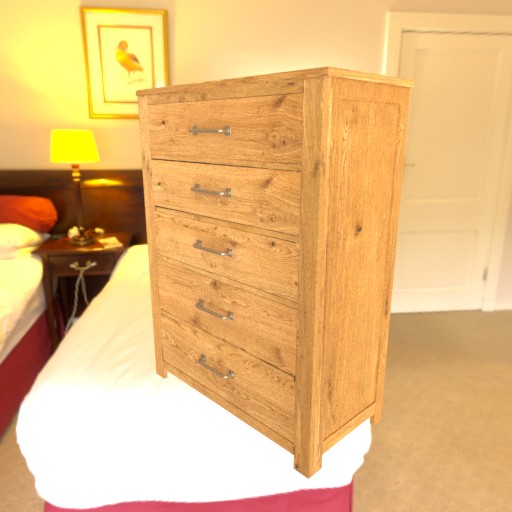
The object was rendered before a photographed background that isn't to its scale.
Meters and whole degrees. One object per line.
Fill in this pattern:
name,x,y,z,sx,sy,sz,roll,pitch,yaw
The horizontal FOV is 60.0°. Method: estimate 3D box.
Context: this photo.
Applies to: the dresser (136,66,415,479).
dresser,0.000,0.000,1.983,0.558,1.431,1.081,-15,21,-42
